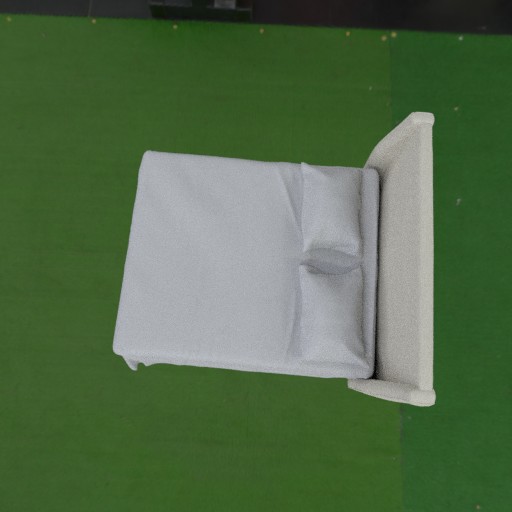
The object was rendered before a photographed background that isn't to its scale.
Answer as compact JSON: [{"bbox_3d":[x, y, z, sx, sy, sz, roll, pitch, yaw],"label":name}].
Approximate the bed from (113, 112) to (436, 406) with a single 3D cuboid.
[{"bbox_3d":[0.000,0.000,3.434,2.276,1.332,1.925,5,77,1],"label":"bed"}]
